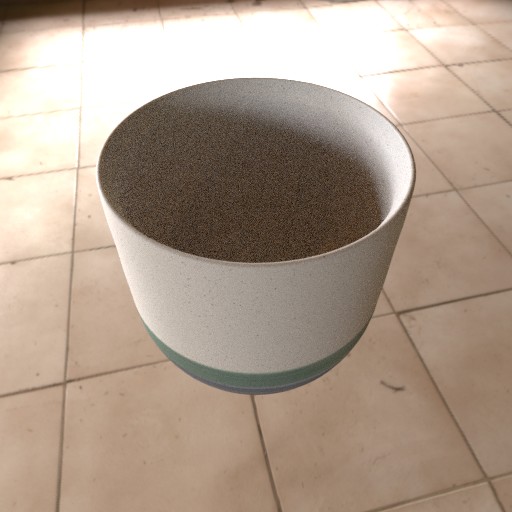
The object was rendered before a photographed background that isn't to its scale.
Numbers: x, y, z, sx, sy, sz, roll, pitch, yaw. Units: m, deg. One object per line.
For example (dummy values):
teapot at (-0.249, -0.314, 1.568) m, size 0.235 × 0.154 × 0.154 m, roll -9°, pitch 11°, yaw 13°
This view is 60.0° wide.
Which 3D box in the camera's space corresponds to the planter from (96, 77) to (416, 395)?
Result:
planter at (0.000, 0.000, 0.477) m, size 0.268 × 0.270 × 0.268 m, roll 0°, pitch 48°, yaw 0°
